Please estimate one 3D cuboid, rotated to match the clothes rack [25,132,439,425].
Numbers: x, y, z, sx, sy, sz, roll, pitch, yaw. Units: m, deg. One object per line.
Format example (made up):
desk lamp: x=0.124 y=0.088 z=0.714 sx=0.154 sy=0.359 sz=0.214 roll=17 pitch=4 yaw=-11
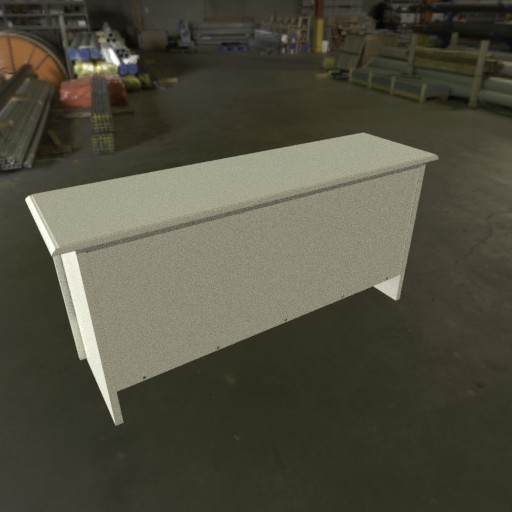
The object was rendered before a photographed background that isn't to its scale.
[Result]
clothes rack: x=0.000 y=0.000 z=1.342 sx=1.120 sy=0.531 sz=0.324 roll=-17 pitch=34 yaw=-28
